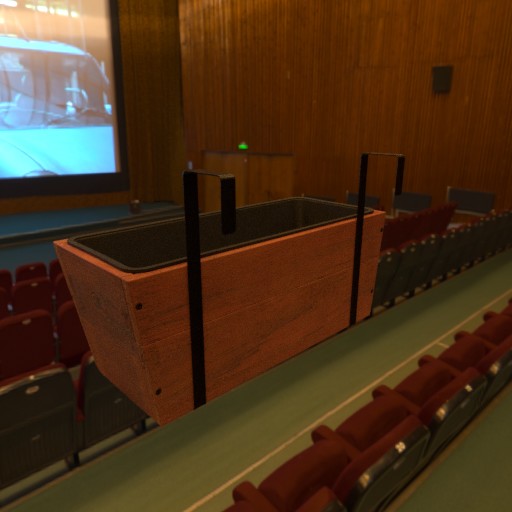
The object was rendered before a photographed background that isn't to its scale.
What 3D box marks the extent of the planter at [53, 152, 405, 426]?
[{"bbox_3d":[0.000,0.000,0.654,0.480,0.289,0.262,-16,24,-41],"label":"planter"}]
